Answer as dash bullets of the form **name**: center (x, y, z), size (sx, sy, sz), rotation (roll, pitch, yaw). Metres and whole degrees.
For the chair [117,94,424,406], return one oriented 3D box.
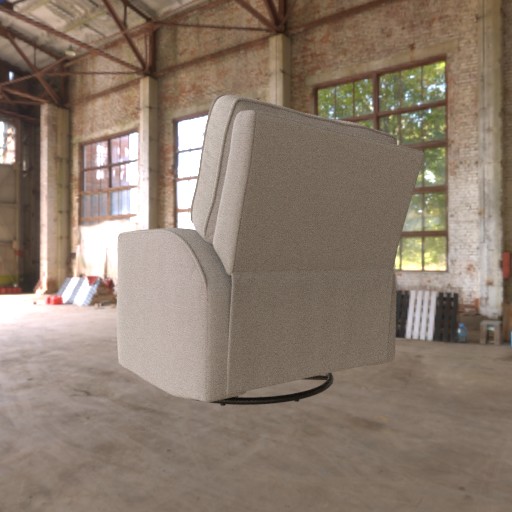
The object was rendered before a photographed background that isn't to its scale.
- **chair**: center (0.000, 0.000, 1.699), size (0.861, 0.964, 0.969), rotation (0, 0, -36)
